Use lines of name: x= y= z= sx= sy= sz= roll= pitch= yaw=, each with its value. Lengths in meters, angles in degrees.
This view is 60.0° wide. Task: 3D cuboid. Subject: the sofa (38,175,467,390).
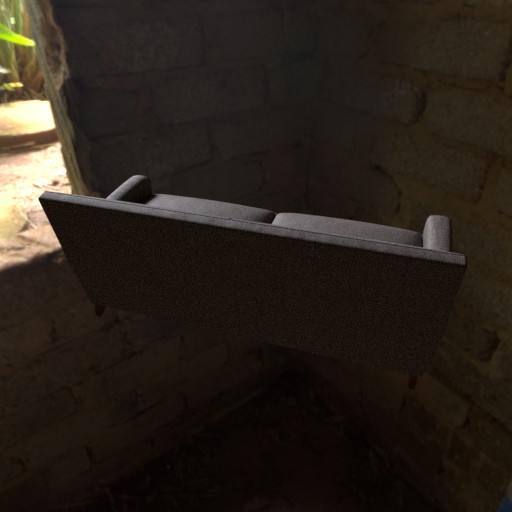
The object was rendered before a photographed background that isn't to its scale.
sofa: x=0.000 y=0.000 z=2.429 sx=1.976 sy=0.846 sz=0.875 roll=10 pitch=34 yaw=15
